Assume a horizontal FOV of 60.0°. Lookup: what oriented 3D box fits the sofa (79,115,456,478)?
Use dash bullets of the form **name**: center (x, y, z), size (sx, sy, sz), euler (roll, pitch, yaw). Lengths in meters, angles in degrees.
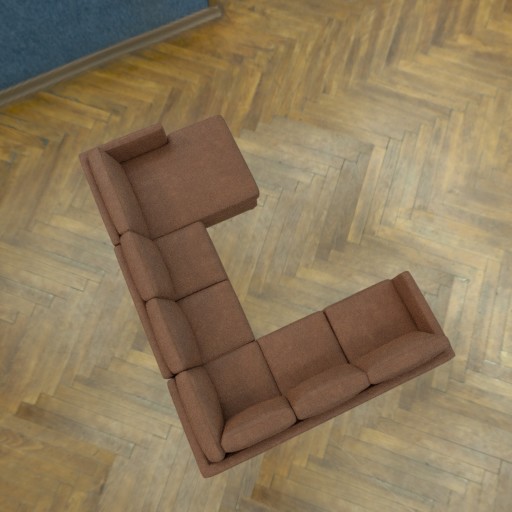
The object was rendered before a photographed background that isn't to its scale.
- **sofa**: center (0.000, 0.000, 4.639), size (2.593, 0.923, 3.460), euler (-24, 77, -6)
